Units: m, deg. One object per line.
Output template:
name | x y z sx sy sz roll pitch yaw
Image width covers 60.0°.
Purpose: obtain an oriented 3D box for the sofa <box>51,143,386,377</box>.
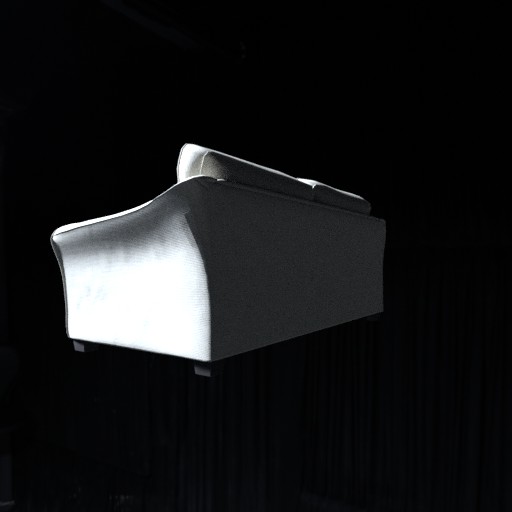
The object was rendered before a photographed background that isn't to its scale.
sofa | 0.000 0.000 2.818 0.980 0.965 2.270 0 -1 34
